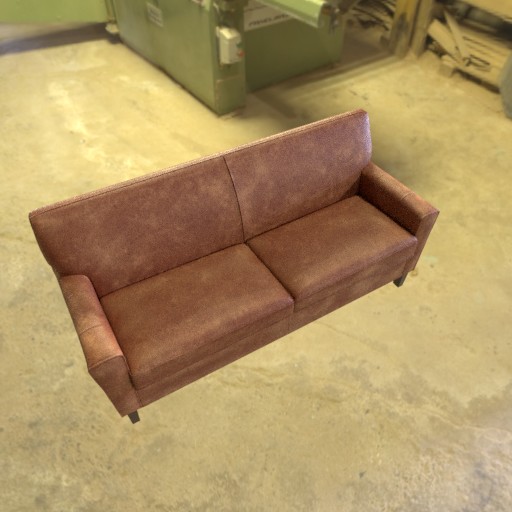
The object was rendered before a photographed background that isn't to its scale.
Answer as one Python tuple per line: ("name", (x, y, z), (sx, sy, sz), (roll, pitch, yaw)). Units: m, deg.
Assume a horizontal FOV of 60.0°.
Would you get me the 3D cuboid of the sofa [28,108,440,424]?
("sofa", (0.000, 0.000, 2.533), (2.053, 0.947, 0.805), (-23, 50, -21))
